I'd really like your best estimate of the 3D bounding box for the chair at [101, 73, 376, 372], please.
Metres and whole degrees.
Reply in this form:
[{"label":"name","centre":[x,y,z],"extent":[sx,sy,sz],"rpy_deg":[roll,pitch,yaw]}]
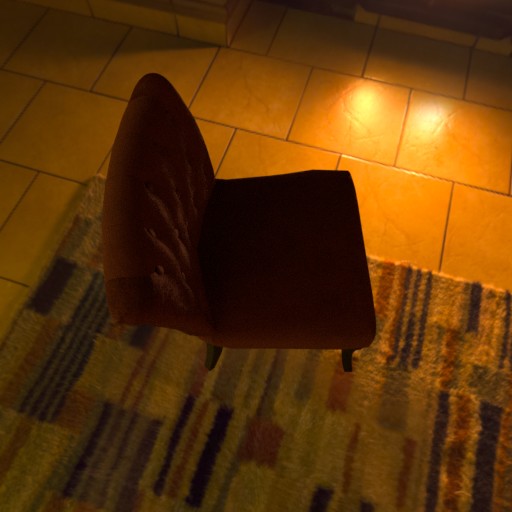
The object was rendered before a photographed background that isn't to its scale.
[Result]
[{"label":"chair","centre":[0.000,0.000,1.192],"extent":[0.605,0.750,0.582],"rpy_deg":[-2,64,-1]}]
